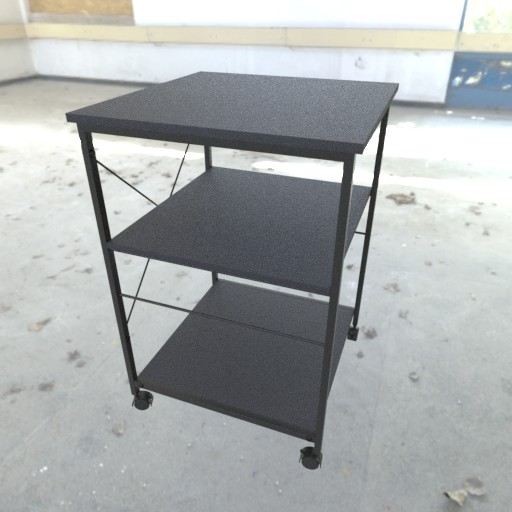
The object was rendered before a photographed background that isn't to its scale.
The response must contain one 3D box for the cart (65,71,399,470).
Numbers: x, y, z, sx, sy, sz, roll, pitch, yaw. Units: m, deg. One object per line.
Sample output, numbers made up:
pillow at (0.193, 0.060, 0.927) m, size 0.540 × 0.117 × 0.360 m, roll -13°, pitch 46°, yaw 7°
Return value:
cart at (0.000, 0.000, 1.102) m, size 0.520 × 0.762 × 0.521 m, roll 11°, pitch 32°, yaw 18°
